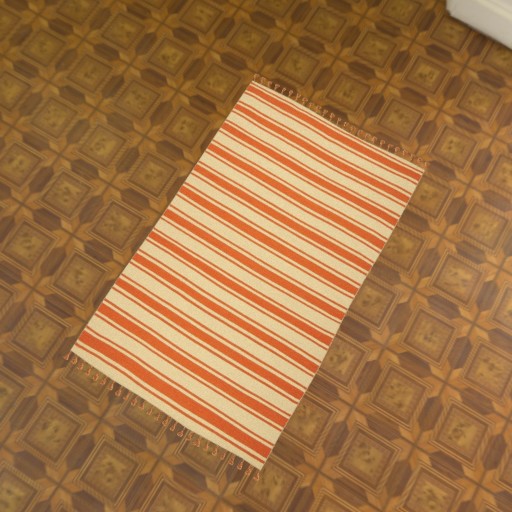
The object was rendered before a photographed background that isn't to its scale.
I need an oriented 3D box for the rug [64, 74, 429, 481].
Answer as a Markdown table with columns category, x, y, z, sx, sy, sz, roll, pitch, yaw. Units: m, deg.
| category | x | y | z | sx | sy | sz | roll | pitch | yaw |
| --- | --- | --- | --- | --- | --- | --- | --- | --- | --- |
| rug | 0.000 | 0.000 | 2.565 | 1.232 | 0.017 | 2.092 | 30 | 78 | 7 |
